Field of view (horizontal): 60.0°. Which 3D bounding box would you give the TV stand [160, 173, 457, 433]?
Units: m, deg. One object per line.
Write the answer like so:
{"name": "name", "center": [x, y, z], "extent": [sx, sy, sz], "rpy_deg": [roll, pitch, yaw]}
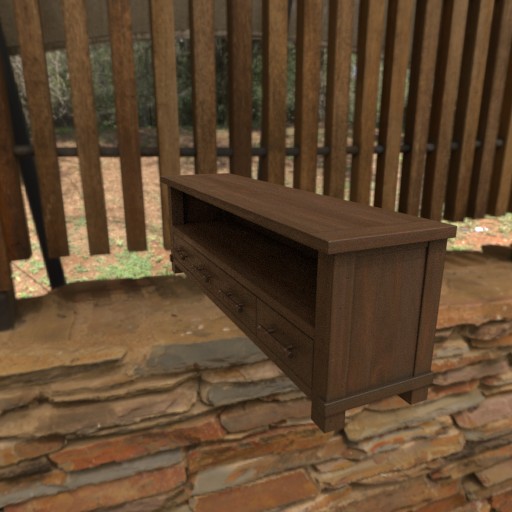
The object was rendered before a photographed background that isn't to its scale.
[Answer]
{"name": "TV stand", "center": [0.000, 0.000, 2.129], "extent": [0.471, 0.615, 1.866], "rpy_deg": [-7, 17, -24]}
